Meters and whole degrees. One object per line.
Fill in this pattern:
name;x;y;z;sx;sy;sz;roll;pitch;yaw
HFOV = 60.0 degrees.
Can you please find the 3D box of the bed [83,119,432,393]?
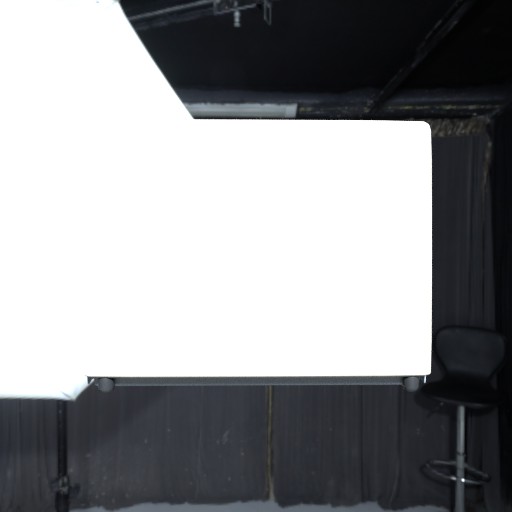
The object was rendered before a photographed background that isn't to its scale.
bed;0.000;0.000;3.177;1.748;1.330;2.142;0;0;-1
